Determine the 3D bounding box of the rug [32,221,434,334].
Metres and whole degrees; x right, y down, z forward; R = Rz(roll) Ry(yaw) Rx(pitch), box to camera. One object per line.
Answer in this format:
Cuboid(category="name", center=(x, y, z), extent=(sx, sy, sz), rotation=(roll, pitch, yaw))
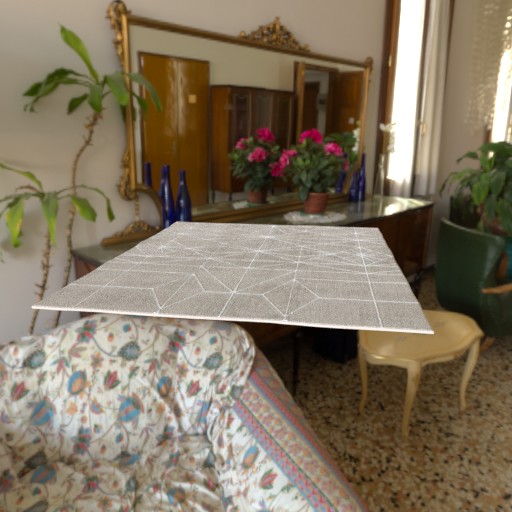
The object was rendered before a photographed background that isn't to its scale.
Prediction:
Cuboid(category="rug", center=(0.000, 0.000, 0.892), extent=(0.548, 0.006, 0.639), rotation=(2, 16, 9))
